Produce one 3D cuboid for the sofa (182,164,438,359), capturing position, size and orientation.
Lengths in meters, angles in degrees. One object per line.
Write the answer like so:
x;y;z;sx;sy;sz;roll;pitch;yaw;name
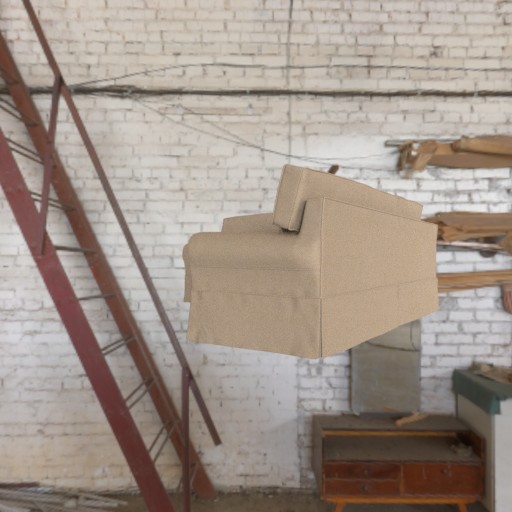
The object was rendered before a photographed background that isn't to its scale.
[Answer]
0.000;0.000;4.235;2.730;1.124;2.733;0;0;35;sofa
